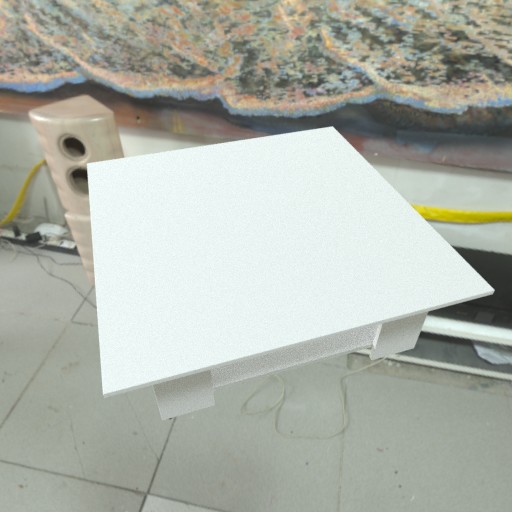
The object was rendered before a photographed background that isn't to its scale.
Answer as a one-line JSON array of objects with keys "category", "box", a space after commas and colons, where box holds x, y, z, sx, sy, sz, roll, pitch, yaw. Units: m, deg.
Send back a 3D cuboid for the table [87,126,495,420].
[{"category": "table", "box": [0.000, 0.000, 1.353, 0.890, 0.305, 0.890, -12, 43, -13]}]
